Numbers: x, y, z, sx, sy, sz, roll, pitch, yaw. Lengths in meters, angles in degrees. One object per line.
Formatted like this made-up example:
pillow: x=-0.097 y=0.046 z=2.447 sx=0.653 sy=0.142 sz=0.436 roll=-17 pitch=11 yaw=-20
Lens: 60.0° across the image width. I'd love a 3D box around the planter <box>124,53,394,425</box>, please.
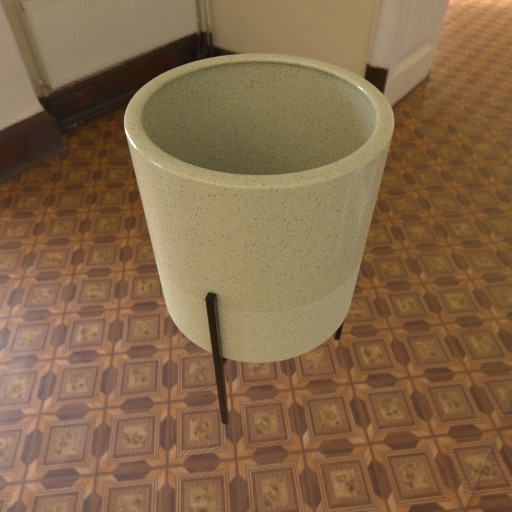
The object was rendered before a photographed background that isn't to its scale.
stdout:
planter: x=0.000 y=0.000 z=0.532 sx=0.234 sy=0.390 sz=0.243 roll=-30 pitch=53 yaw=-26
